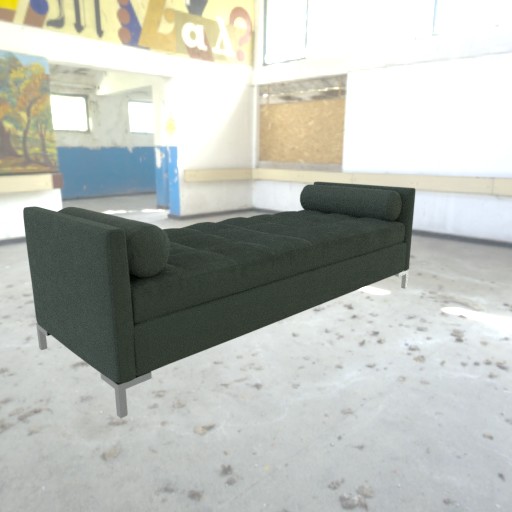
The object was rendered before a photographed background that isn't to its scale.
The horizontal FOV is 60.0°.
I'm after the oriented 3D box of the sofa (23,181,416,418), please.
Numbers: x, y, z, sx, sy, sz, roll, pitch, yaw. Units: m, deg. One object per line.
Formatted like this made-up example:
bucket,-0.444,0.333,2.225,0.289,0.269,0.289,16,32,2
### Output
sofa,0.000,0.000,2.420,2.102,0.657,0.797,-13,19,-43
